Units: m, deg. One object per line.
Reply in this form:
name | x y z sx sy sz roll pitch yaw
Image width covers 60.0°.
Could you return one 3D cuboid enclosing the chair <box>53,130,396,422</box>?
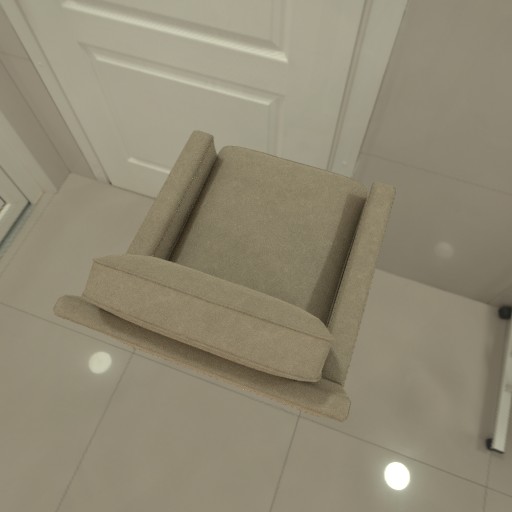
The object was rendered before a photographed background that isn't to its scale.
chair | 0.000 0.000 1.666 0.853 0.943 1.014 18 66 9
